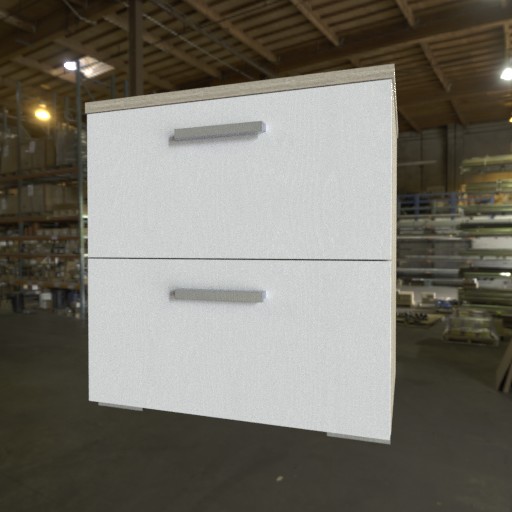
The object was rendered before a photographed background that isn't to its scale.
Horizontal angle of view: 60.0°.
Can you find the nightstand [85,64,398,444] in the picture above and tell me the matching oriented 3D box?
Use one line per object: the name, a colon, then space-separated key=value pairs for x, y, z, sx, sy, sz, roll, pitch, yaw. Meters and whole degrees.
nightstand: x=0.000 y=0.000 z=0.735 sx=0.442 sy=0.461 sz=0.325 roll=0 pitch=1 yaw=19
